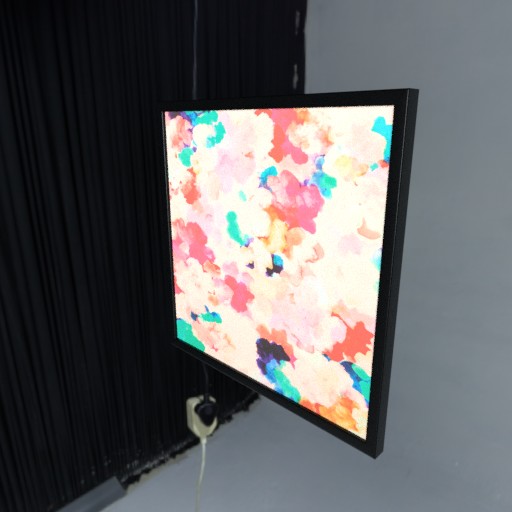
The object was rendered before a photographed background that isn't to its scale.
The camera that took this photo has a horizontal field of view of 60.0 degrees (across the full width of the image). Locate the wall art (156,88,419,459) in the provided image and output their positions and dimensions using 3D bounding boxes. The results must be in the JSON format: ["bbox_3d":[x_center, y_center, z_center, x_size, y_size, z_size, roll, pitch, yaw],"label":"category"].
[{"bbox_3d":[0.000,0.000,1.117,0.756,0.755,0.036,16,23,42],"label":"wall art"}]
